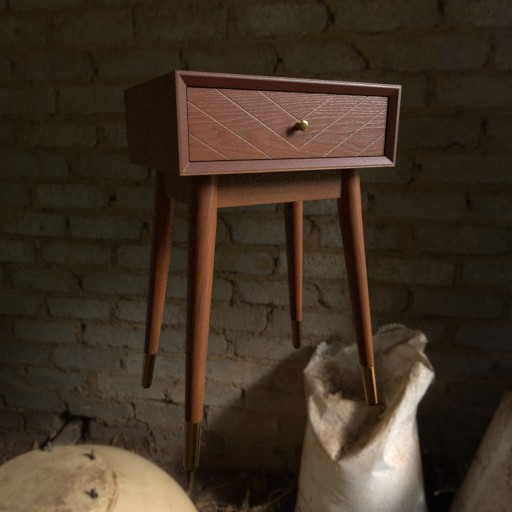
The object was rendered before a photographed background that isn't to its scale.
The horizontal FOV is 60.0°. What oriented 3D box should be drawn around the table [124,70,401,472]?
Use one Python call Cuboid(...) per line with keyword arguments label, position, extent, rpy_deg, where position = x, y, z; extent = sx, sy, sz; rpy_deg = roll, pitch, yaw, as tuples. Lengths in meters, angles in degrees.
Cuboid(label="table", position=(0.000, 0.000, 0.840), extent=(0.406, 0.599, 0.300), rpy_deg=(-8, 17, -27))
